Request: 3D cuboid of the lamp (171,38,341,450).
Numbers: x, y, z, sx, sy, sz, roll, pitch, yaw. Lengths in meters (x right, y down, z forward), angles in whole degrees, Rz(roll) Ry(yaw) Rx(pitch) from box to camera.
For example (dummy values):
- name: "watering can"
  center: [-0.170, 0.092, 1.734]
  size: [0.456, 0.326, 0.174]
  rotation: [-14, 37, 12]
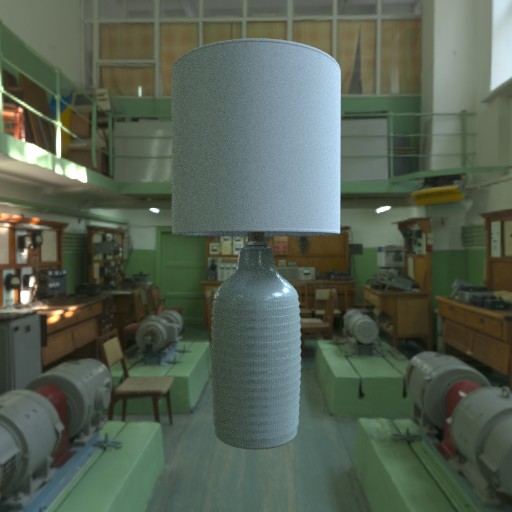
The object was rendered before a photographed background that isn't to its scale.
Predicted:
- name: "lamp"
  center: [0.000, 0.000, 0.593]
  size: [0.220, 0.475, 0.220]
  rotation: [0, 1, 0]
